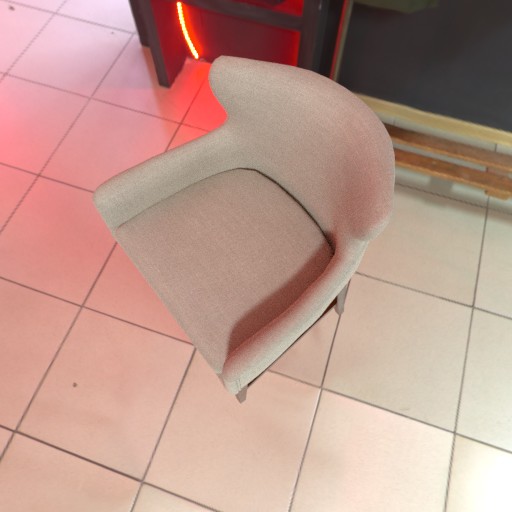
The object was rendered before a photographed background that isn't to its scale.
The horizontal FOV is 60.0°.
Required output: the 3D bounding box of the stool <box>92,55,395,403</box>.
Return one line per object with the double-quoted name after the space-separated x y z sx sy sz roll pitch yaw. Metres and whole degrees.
0.000 0.000 1.380 0.637 0.987 0.615 -36 70 -15 "stool"
